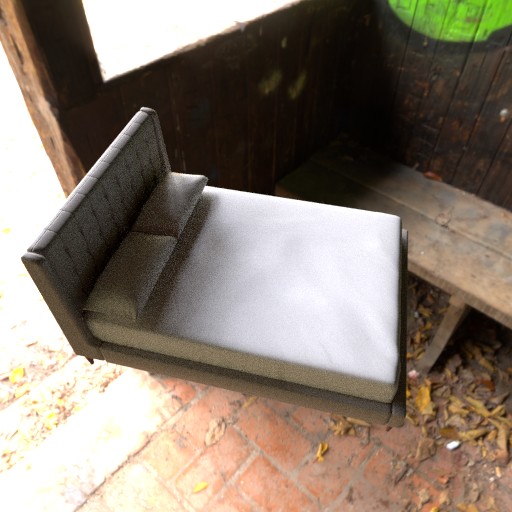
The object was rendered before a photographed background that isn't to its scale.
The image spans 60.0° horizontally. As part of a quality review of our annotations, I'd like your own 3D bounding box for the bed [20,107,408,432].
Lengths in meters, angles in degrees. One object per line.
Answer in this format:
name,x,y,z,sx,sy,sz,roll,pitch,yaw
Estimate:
bed,0.000,0.000,3.154,2.232,1.147,1.656,10,48,9
